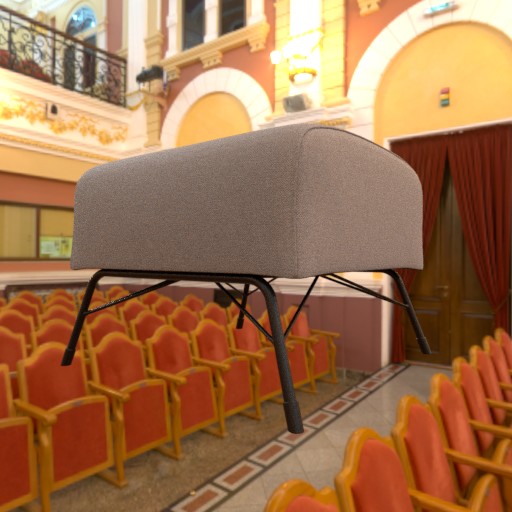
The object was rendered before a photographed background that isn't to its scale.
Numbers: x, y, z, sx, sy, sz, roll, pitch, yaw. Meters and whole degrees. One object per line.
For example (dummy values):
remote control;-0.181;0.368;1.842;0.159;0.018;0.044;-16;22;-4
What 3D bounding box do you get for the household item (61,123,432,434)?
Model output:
household item;0.000;0.000;0.882;0.530;0.410;0.530;0;0;37
